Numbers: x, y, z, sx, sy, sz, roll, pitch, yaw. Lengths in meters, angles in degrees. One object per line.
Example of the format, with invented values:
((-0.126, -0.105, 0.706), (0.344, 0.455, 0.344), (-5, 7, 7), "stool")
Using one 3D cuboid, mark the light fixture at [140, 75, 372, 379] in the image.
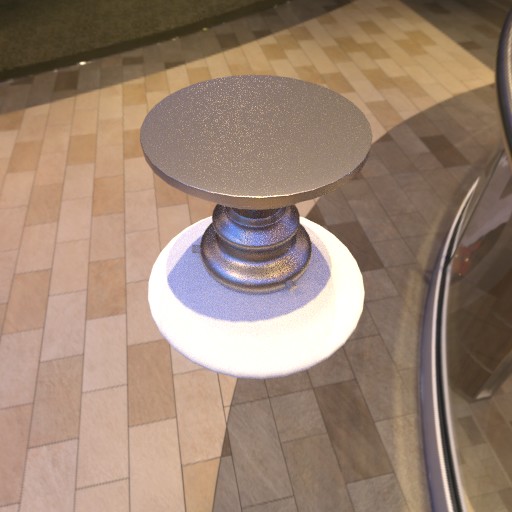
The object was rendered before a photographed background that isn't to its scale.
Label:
((0.000, 0.000, 0.387), (0.199, 0.254, 0.199), (0, 46, 0), "light fixture")
